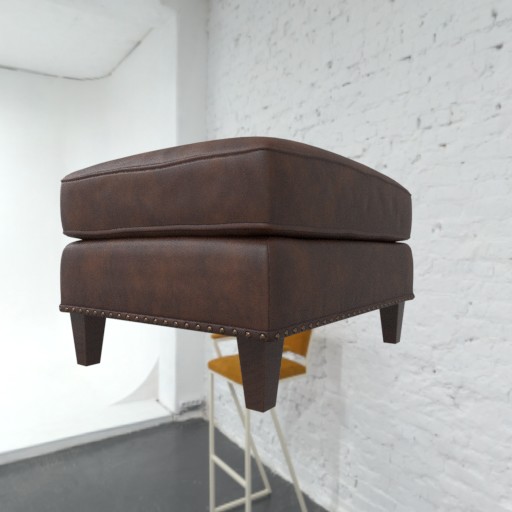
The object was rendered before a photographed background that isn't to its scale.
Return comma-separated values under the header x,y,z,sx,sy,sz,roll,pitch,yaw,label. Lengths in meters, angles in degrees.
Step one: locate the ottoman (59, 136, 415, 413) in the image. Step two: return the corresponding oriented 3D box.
x,y,z,sx,sy,sz,roll,pitch,yaw,label
0.000,0.000,1.119,0.586,0.486,0.742,1,1,36,ottoman
